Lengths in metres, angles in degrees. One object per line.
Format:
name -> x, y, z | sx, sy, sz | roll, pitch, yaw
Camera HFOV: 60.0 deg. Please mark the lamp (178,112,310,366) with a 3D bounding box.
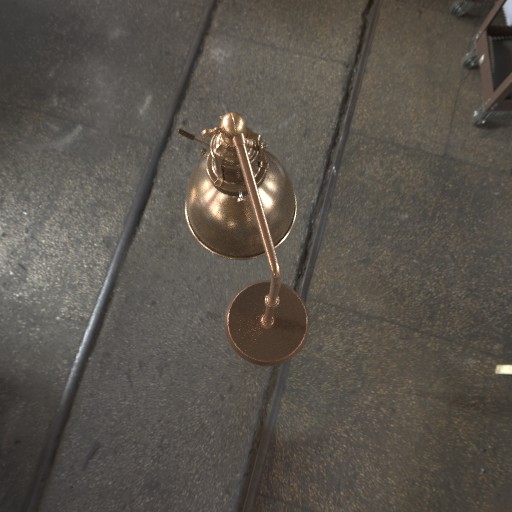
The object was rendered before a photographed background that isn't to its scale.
lamp -> 0.000, 0.000, 0.590 | 0.153, 0.456, 0.286 | -17, 76, -4
